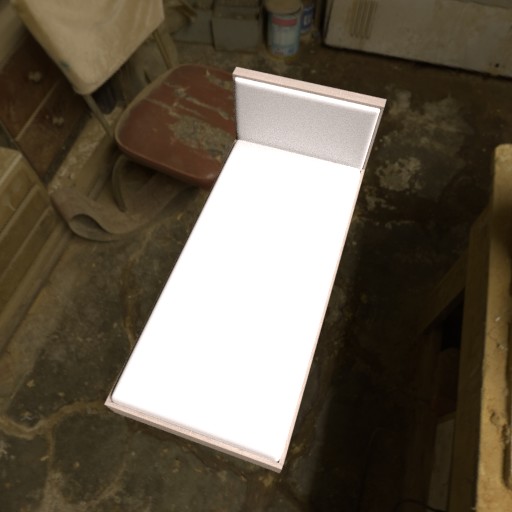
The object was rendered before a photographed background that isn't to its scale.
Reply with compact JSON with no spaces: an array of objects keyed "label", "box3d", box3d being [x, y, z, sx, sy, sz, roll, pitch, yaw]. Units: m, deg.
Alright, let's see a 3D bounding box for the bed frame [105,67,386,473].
[{"label":"bed frame","box3d":[0.000,0.000,2.711,0.990,0.920,2.140,16,61,9]}]
